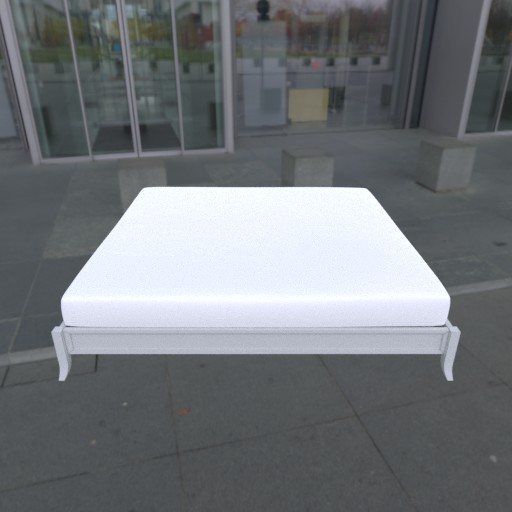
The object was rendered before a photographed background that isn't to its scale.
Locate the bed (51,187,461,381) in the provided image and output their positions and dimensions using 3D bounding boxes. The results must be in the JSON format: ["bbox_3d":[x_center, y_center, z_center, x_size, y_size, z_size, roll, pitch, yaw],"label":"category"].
[{"bbox_3d":[0.000,0.000,3.158,2.108,0.510,2.007,0,26,0],"label":"bed"}]
